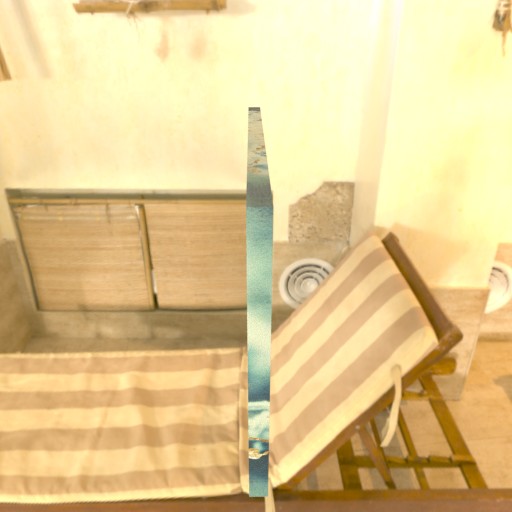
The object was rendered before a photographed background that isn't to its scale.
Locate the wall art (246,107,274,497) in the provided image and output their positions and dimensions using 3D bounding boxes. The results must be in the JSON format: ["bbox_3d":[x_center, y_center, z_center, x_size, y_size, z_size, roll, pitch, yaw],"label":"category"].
[{"bbox_3d":[0.000,0.000,1.148,0.038,0.608,0.912,0,27,-1],"label":"wall art"}]
